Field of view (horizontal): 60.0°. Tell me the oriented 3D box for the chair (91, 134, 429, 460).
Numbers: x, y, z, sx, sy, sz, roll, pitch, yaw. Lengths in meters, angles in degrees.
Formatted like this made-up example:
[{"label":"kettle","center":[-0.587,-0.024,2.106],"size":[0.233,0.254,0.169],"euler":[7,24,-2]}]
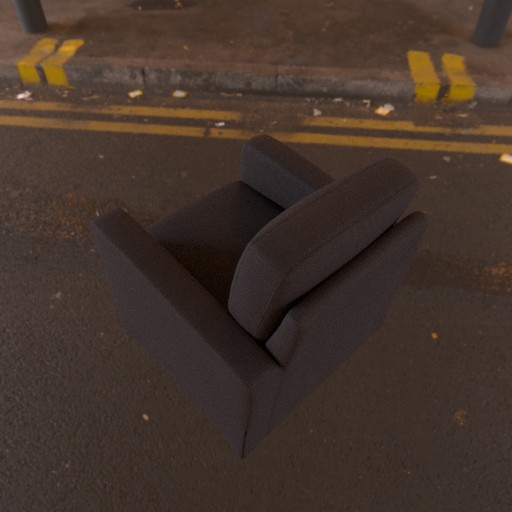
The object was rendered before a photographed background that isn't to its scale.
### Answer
[{"label":"chair","center":[0.000,0.000,1.528],"size":[0.798,0.855,0.863],"euler":[-34,55,-29]}]
